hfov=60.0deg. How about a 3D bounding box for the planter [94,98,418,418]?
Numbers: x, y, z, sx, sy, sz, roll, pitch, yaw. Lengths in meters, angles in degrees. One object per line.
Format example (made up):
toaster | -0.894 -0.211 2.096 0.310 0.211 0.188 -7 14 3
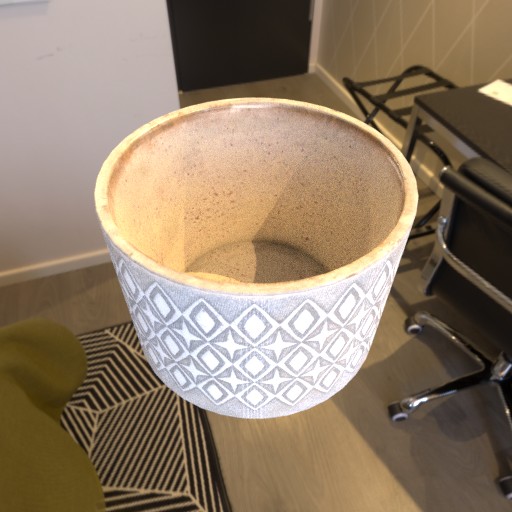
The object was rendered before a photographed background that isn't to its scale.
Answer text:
planter | 0.000 0.000 0.313 0.186 0.144 0.186 0 46 0
